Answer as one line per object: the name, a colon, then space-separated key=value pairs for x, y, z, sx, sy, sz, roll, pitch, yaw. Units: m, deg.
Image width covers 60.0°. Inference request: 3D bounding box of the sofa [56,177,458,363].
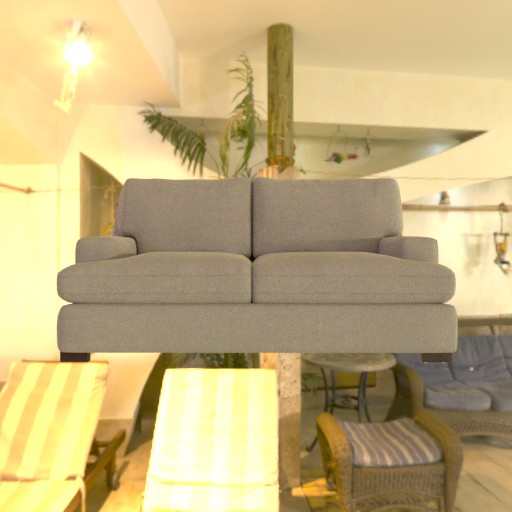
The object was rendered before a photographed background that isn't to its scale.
sofa: x=0.000 y=0.000 z=2.445 sx=1.855 sy=0.980 sz=0.962 roll=0 pitch=0 yaw=0
